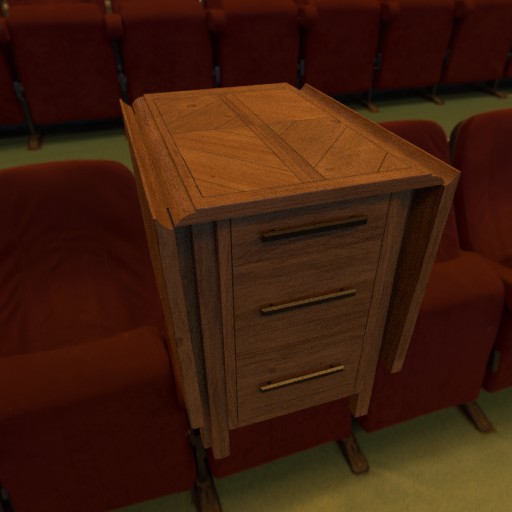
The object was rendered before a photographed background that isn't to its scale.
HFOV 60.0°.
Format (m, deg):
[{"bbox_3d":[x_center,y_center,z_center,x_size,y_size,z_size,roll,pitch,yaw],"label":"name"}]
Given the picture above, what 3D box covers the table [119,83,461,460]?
[{"bbox_3d":[0.000,0.000,1.283,0.591,0.763,0.746,-11,36,-15],"label":"table"}]
